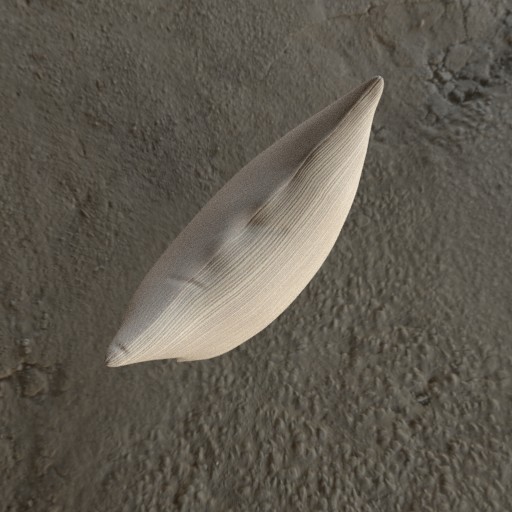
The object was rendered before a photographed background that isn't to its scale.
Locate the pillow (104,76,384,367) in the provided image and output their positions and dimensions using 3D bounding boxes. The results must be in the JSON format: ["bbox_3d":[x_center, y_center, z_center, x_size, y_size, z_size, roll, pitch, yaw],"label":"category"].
[{"bbox_3d":[0.000,0.000,0.789,0.204,0.497,0.512,42,81,8],"label":"pillow"}]
